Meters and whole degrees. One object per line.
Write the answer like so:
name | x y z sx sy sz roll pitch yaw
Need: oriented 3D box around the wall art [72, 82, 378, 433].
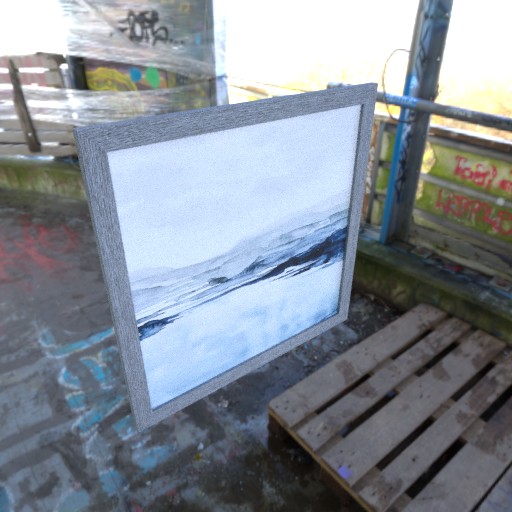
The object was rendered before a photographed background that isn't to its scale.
wall art | 0.000 0.000 1.019 0.685 0.685 0.020 -21 36 -31
